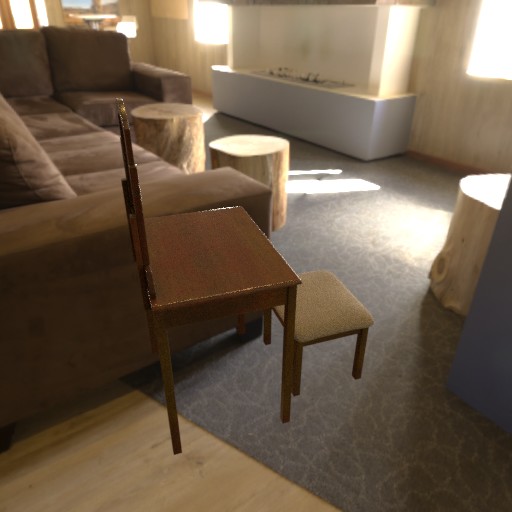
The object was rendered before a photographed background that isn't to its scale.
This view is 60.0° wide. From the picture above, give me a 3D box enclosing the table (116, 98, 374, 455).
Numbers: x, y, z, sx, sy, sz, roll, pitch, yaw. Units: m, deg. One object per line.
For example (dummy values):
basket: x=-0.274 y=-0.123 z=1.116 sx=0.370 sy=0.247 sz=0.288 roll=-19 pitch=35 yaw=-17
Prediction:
table: x=0.000 y=0.000 z=2.313 sx=1.211 sy=1.631 sz=0.876 roll=-10 pitch=31 yaw=-17
